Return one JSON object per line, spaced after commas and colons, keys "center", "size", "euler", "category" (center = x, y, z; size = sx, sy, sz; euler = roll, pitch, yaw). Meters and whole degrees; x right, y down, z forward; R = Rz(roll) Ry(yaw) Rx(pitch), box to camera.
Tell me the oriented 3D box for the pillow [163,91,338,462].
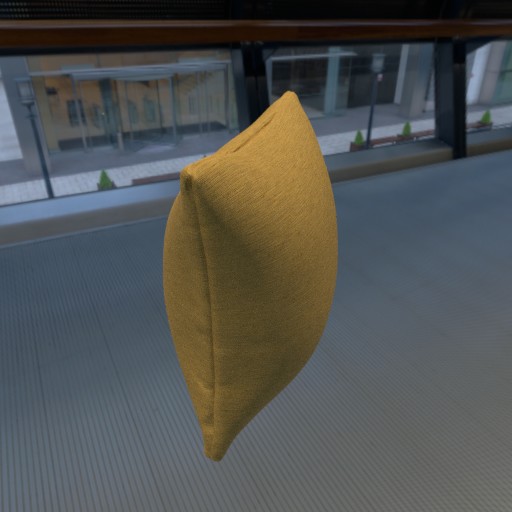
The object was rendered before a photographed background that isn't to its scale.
{"center": [0.000, 0.000, 0.681], "size": [0.247, 0.417, 0.435], "euler": [8, 31, 14], "category": "pillow"}
